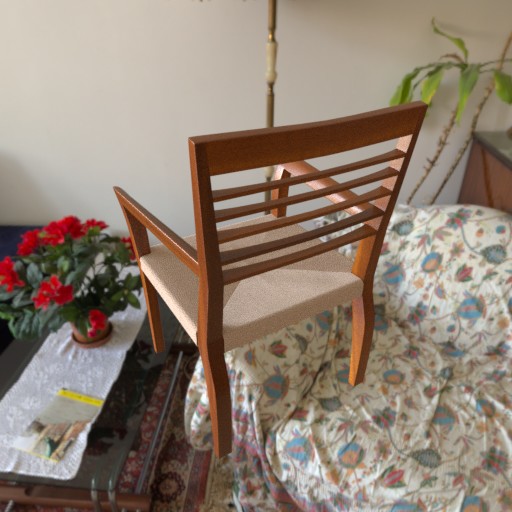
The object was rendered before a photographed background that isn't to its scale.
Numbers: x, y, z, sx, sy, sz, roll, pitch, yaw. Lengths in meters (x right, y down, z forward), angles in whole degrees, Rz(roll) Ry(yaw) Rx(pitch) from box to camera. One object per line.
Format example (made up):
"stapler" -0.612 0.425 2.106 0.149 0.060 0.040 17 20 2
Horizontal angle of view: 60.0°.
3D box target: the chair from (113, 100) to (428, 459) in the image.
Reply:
"chair" 0.000 0.000 1.233 0.587 0.855 0.540 -18 35 -27
